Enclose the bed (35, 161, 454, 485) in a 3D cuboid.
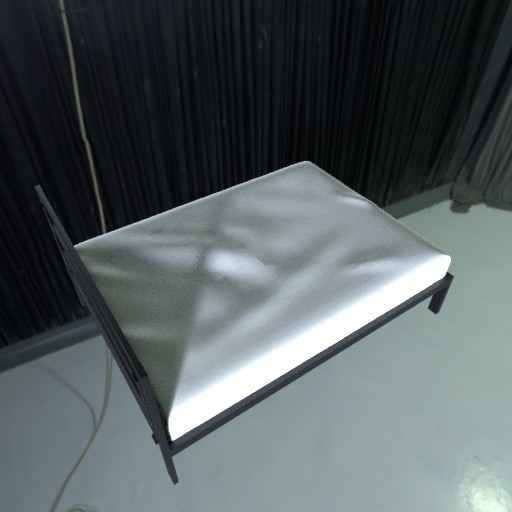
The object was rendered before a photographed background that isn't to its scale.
[{"bbox_3d":[0.000,0.000,2.818,2.062,0.967,1.524,-24,47,-25],"label":"bed"}]
